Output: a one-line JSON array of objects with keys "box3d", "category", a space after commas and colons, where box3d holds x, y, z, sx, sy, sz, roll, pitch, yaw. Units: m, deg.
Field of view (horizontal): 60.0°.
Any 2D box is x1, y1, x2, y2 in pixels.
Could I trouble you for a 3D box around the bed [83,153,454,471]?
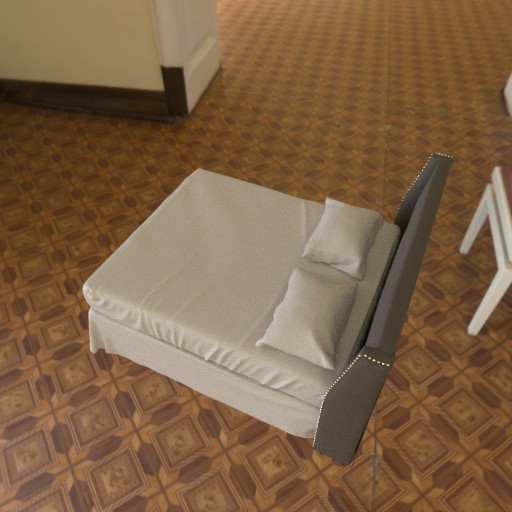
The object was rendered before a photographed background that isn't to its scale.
[{"box3d": [0.000, 0.000, 3.376, 2.276, 1.332, 1.925, 19, 49, 18], "category": "bed"}]
